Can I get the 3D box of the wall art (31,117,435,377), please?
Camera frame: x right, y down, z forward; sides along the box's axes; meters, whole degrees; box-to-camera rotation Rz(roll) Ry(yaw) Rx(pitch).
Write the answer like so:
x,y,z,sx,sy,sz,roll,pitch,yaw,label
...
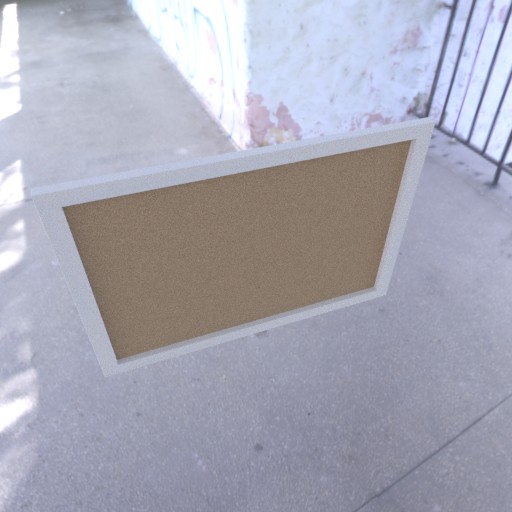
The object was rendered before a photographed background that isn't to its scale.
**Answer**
x,y,z,sx,sy,sz,roll,pitch,yaw,label
0.000,0.000,1.461,1.144,0.767,0.038,-14,44,-15,wall art
